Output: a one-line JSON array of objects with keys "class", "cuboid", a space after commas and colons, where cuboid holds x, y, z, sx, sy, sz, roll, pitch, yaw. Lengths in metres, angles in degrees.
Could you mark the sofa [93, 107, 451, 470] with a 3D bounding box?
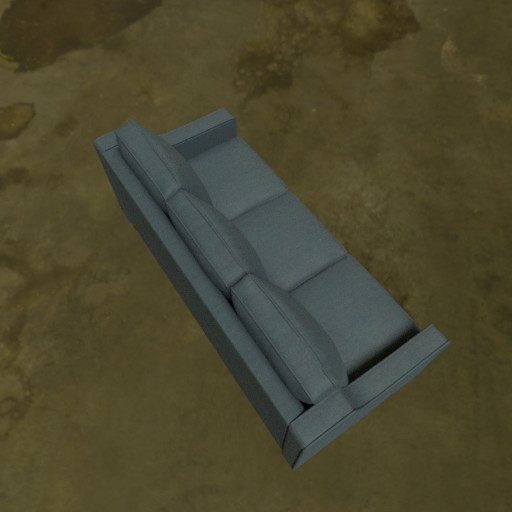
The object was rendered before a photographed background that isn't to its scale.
[{"class": "sofa", "cuboid": [0.000, 0.000, 2.514, 0.911, 0.974, 1.986, -30, 63, -17]}]
